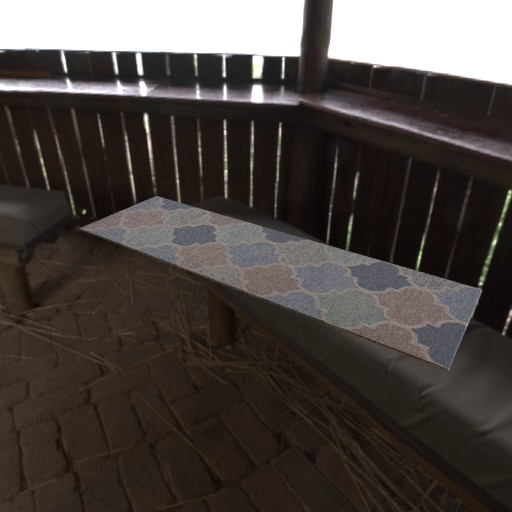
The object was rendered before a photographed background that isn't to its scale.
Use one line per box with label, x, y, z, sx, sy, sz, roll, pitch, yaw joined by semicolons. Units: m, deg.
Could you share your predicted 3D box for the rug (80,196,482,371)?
rug;0.000;0.000;2.546;2.287;0.011;0.687;18;34;29
